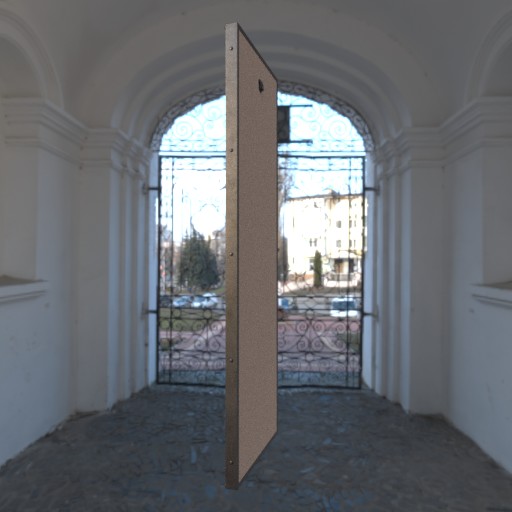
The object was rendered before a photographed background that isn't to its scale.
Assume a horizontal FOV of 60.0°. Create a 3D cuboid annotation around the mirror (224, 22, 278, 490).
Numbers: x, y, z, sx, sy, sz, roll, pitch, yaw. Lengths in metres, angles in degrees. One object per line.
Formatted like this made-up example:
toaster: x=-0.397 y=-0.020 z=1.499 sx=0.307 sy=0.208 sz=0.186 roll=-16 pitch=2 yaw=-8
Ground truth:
mirror: x=0.000 y=0.000 z=1.185 sx=0.042 sy=1.080 sz=0.354 roll=0 pitch=0 yaw=18
